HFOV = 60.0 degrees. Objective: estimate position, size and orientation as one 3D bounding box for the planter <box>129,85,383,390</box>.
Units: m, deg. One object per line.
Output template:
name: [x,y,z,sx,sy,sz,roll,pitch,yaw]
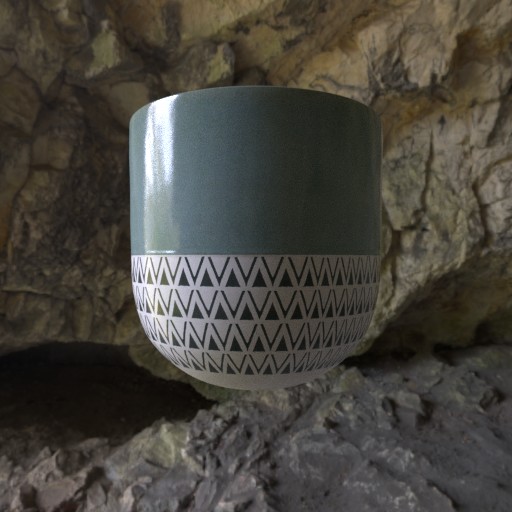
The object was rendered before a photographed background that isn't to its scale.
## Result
planter: [0.000,0.000,0.483,0.266,0.270,0.266,0,0,0]
